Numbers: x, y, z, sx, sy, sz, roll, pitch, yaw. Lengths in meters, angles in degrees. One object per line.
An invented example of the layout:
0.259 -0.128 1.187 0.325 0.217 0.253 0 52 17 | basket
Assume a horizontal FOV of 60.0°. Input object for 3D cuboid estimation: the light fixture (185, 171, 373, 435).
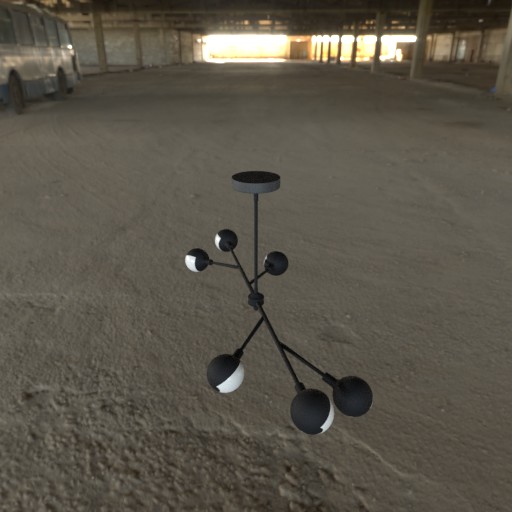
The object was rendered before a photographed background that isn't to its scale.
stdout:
0.000 0.000 0.995 0.434 0.362 0.778 1 25 1 | light fixture
